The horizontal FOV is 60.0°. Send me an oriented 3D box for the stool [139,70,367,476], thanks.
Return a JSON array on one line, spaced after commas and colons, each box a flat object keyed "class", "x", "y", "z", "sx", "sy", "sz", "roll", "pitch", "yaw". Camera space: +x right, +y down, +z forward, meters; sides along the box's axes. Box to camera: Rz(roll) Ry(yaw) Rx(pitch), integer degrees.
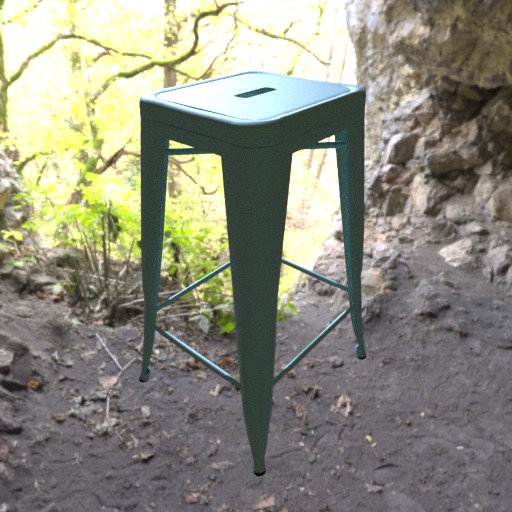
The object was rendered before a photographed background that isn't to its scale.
[{"class": "stool", "x": 0.000, "y": 0.000, "z": 0.851, "sx": 0.359, "sy": 0.609, "sz": 0.399, "roll": 24, "pitch": 40, "yaw": 33}]
